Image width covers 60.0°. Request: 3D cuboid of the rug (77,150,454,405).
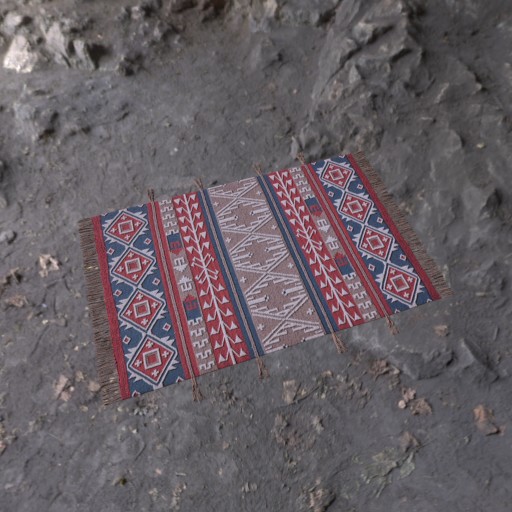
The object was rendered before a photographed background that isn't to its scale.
[{"bbox_3d":[0.000,0.000,2.686,2.025,0.040,1.469,-15,58,-10],"label":"rug"}]
